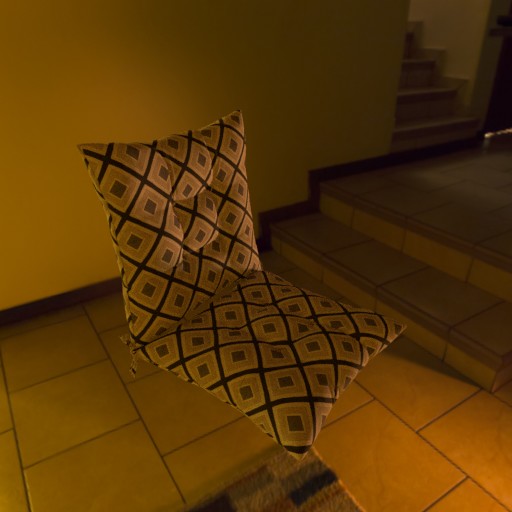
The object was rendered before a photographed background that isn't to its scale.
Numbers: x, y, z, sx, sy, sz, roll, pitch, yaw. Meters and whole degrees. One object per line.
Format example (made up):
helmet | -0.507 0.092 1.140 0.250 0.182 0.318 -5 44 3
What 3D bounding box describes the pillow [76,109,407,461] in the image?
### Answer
pillow | 0.000 0.000 1.013 0.585 0.536 0.541 19 33 33
